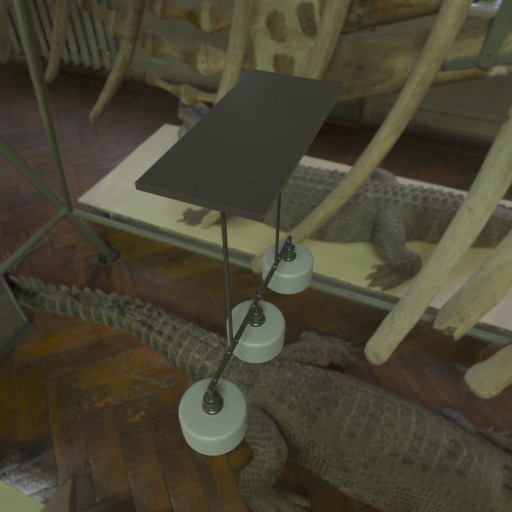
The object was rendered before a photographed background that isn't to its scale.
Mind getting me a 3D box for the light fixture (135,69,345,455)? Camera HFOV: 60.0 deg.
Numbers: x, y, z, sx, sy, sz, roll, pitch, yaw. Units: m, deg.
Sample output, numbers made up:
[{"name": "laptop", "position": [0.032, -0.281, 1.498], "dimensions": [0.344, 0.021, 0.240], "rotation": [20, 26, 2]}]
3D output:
[{"name": "light fixture", "position": [0.000, 0.000, 0.869], "dimensions": [0.177, 0.557, 0.582], "rotation": [16, 47, 16]}]
